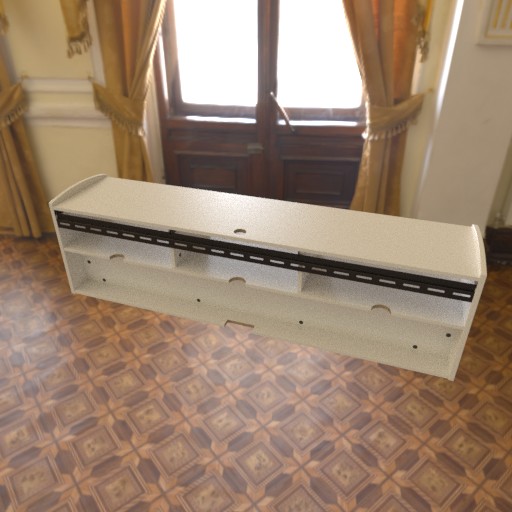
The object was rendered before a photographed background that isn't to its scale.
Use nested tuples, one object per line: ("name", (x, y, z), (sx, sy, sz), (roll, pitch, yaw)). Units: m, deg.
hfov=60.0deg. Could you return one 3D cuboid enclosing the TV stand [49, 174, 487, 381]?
("TV stand", (0.000, 0.000, 1.677), (1.473, 0.424, 0.397), (10, 32, 16))
